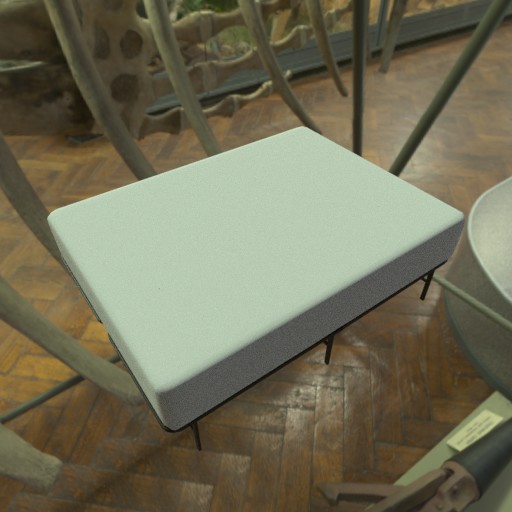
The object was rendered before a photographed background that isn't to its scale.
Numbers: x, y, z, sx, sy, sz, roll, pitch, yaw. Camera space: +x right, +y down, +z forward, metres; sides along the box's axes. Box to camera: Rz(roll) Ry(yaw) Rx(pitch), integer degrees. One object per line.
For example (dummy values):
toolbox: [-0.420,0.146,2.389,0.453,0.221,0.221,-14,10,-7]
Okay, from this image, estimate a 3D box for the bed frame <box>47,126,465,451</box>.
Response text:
bed frame: [0.000,0.000,2.841,2.037,0.677,1.528,-26,47,-26]
